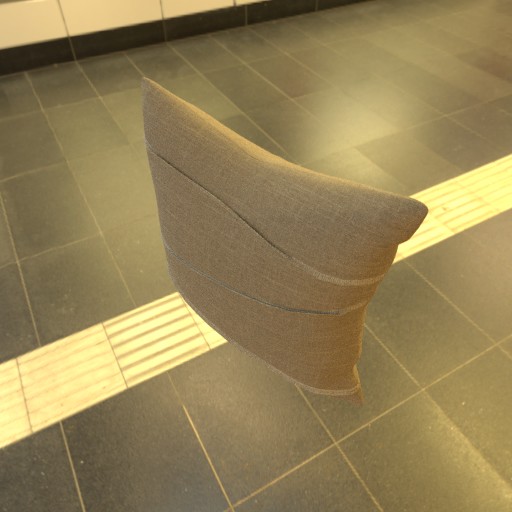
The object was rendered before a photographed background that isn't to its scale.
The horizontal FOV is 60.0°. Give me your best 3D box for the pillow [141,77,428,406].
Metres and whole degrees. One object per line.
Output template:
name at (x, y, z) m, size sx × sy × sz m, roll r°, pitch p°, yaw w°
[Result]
pillow at (0.000, 0.000, 0.634) m, size 0.424 × 0.400 × 0.169 m, roll 32°, pitch 54°, yaw 27°
